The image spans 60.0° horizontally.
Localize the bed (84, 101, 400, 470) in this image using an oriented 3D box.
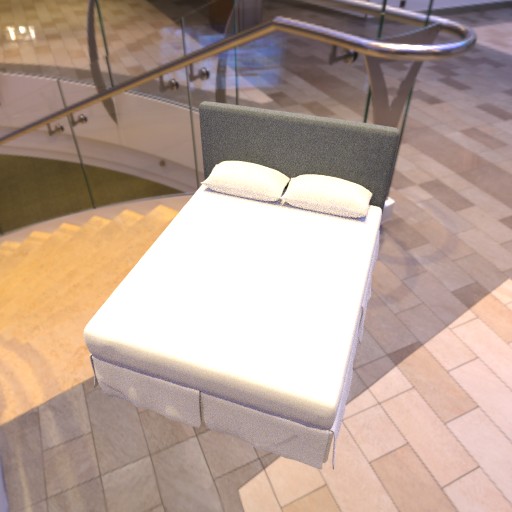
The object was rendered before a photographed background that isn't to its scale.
[{"bbox_3d":[0.000,0.000,3.229,1.723,1.330,2.142,13,42,14],"label":"bed"}]
